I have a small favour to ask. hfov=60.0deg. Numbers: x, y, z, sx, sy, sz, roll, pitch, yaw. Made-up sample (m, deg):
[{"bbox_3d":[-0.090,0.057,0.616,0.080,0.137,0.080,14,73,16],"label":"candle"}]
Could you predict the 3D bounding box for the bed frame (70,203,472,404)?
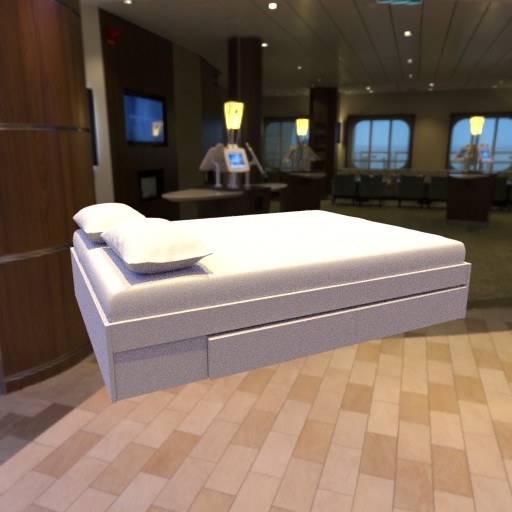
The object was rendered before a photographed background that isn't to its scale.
[{"bbox_3d":[0.000,0.000,2.657,1.950,0.629,1.450,-7,16,-26],"label":"bed frame"}]
